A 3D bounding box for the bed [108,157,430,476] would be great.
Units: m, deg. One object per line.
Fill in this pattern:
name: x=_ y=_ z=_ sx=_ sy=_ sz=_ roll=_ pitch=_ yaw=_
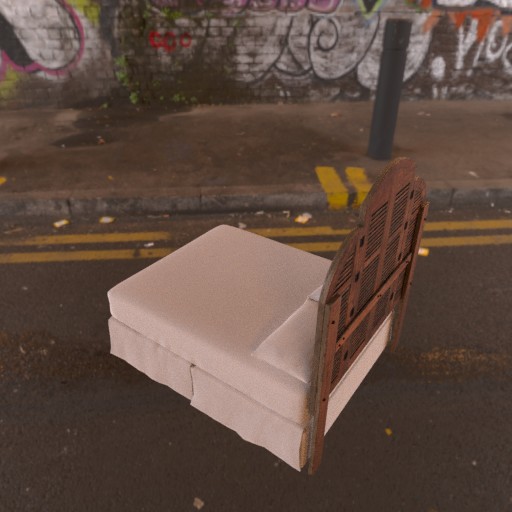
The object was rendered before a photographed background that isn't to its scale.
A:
bed: x=0.000 y=0.000 z=3.615 sx=2.138 sy=2.019 sz=1.713 roll=21 pitch=37 yaw=30
